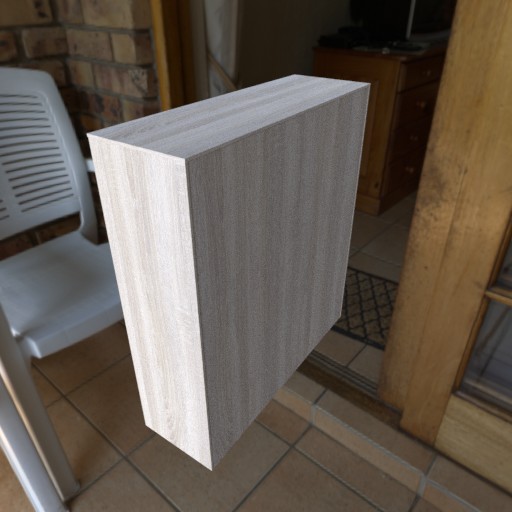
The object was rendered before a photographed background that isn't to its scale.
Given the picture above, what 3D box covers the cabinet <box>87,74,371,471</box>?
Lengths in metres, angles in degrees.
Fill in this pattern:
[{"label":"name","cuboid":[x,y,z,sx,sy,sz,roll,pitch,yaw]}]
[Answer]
[{"label":"cabinet","cuboid":[0.000,0.000,3.087,0.620,2.060,1.870,20,37,29]}]
